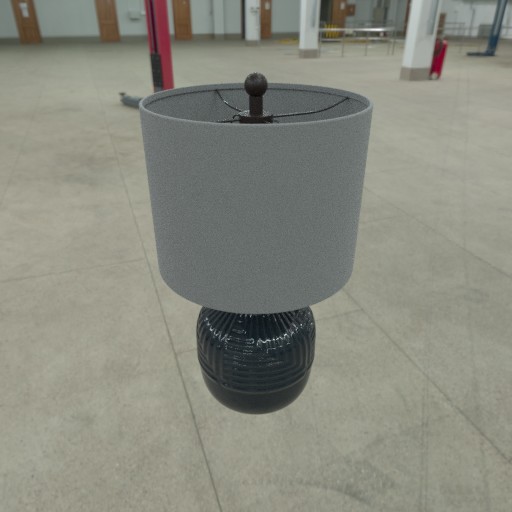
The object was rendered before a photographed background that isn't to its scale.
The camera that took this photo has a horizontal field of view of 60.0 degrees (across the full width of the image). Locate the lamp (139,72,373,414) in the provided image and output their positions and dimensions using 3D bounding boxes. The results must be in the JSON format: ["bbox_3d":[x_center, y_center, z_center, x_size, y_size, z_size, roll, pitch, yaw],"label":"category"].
[{"bbox_3d":[0.000,0.000,0.736,0.318,0.567,0.318,0,29,0],"label":"lamp"}]
